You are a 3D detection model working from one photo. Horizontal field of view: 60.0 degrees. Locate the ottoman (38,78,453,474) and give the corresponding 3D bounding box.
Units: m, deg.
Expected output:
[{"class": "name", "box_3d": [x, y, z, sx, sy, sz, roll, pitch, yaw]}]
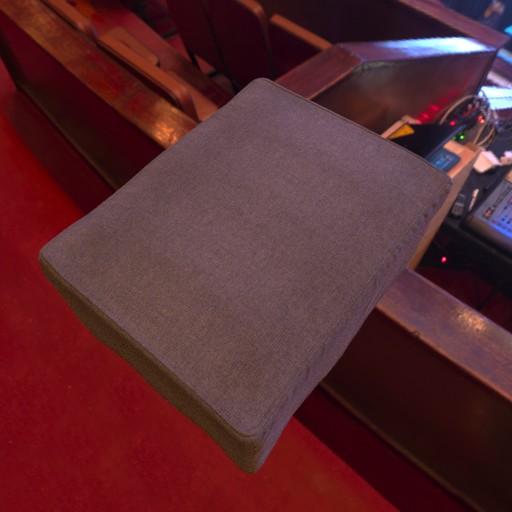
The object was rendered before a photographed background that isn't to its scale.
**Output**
[{"class": "ottoman", "box_3d": [0.000, 0.000, 1.209, 0.652, 0.492, 0.833, 34, 64, 20]}]
